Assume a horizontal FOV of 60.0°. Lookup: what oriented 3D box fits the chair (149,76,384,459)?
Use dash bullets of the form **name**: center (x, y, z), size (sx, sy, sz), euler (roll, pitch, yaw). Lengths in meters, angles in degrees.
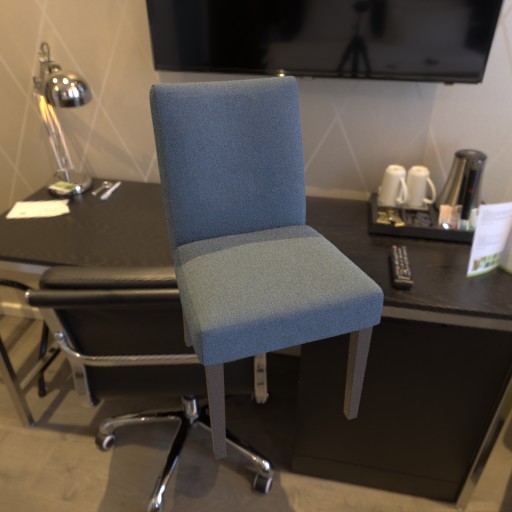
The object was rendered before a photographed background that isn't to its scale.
- **chair**: center (0.000, 0.000, 1.290), size (0.487, 0.882, 0.629), euler (-10, 33, -16)
